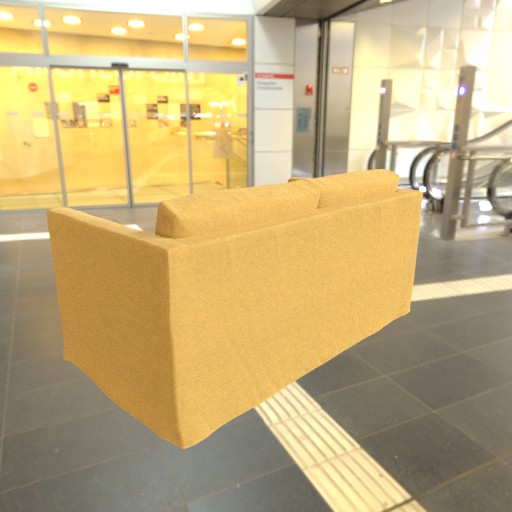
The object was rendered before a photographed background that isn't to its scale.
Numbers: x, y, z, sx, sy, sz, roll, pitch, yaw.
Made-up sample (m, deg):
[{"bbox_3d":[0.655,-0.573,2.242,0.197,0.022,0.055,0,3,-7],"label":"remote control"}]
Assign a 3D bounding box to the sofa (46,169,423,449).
[{"bbox_3d":[0.000,0.000,2.265,0.962,0.835,1.719,16,23,42],"label":"sofa"}]
